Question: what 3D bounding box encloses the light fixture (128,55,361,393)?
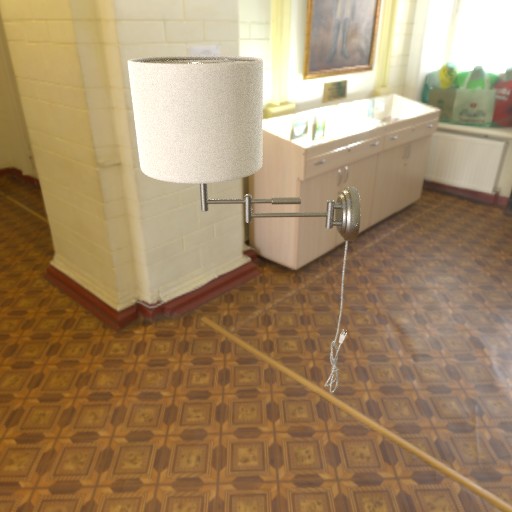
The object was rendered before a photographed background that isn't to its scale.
[{"bbox_3d":[0.000,0.000,1.034,0.479,0.842,0.253,-1,27,-2],"label":"light fixture"}]
